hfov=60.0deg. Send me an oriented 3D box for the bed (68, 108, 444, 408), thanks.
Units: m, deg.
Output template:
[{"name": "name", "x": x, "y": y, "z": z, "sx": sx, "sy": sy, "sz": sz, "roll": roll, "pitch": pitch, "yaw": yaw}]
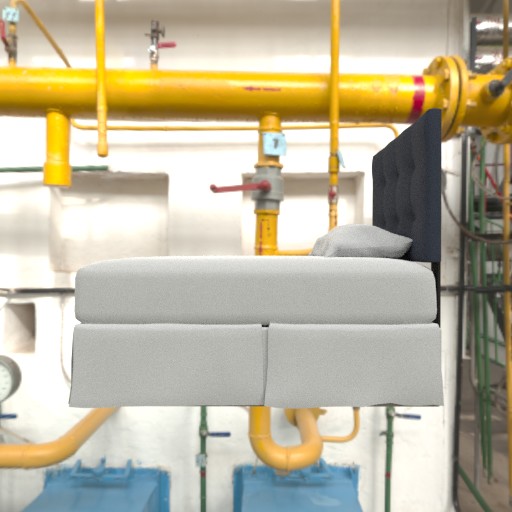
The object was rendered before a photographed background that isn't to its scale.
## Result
[{"name": "bed", "x": 0.000, "y": 0.000, "z": 2.896, "sx": 1.997, "sy": 1.571, "sz": 1.261, "roll": 0, "pitch": 0, "yaw": 0}]
